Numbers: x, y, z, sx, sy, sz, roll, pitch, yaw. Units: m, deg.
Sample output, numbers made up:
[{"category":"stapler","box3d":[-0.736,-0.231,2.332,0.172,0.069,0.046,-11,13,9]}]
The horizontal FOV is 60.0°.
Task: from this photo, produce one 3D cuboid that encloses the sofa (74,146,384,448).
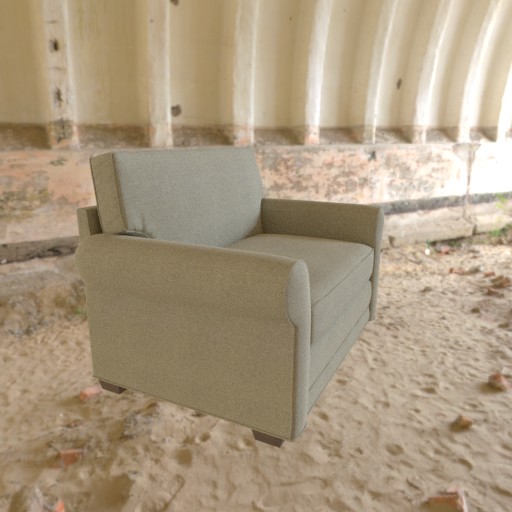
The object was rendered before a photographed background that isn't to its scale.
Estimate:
[{"category":"sofa","box3d":[0.000,0.000,2.099,0.936,0.991,1.405,7,17,26]}]
